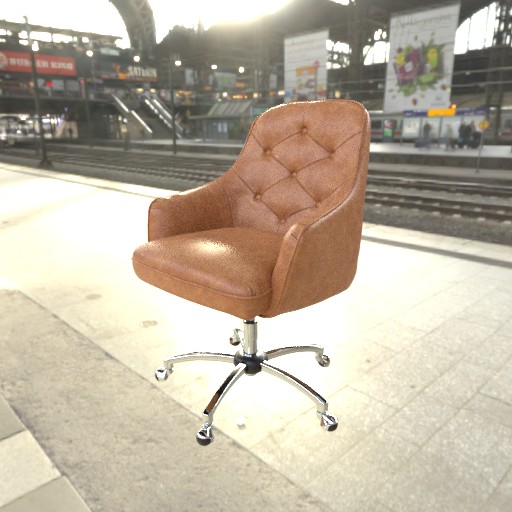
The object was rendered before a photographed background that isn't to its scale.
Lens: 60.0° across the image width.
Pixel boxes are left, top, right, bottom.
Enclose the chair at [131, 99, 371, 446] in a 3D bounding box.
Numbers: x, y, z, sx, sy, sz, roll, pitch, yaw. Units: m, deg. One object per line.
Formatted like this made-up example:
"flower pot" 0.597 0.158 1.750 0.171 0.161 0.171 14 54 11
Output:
"chair" 0.000 0.000 1.327 0.628 0.909 0.615 15 21 41
